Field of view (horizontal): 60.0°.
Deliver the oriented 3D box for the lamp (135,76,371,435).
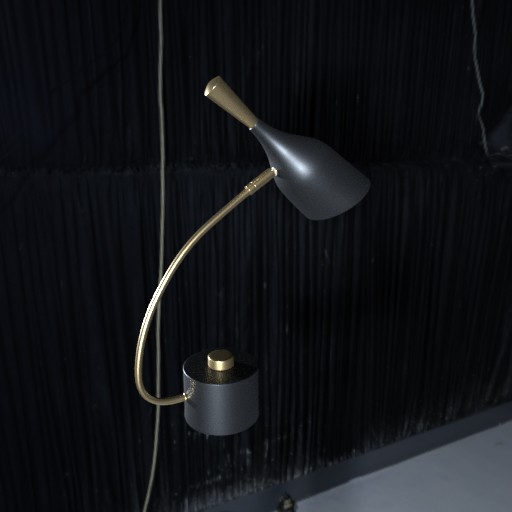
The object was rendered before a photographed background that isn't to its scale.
[{"bbox_3d":[0.000,0.000,0.620,0.352,0.464,0.110,-7,16,-25],"label":"lamp"}]
